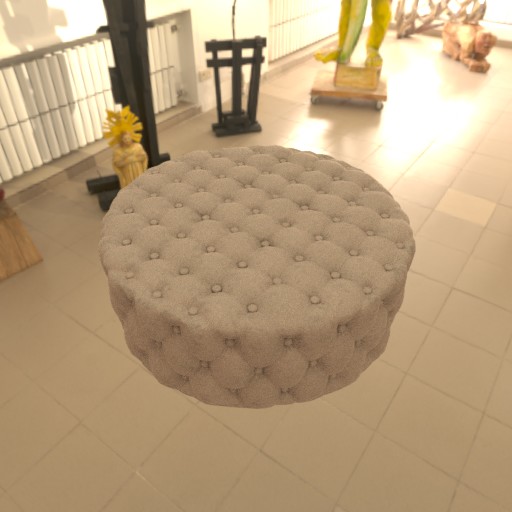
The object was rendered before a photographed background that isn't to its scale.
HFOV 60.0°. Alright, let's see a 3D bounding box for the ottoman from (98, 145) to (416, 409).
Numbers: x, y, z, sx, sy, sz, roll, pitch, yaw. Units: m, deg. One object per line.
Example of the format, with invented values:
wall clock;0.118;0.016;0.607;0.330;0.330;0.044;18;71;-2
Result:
ottoman;0.000;0.000;1.523;0.998;0.399;0.998;0;41;0
